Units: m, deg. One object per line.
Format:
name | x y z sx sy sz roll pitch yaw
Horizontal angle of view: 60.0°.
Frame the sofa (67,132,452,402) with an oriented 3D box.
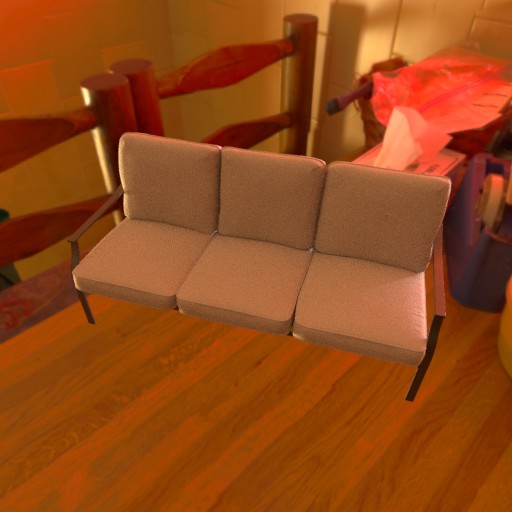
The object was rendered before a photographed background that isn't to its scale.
sofa | 0.000 0.000 2.233 1.740 0.860 0.787 11 43 12
